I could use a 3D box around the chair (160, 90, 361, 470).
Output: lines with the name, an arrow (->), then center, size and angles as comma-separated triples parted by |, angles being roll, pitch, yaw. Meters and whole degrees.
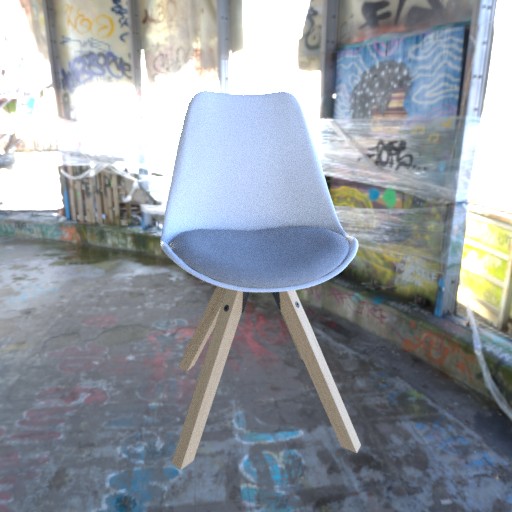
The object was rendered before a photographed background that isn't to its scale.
chair -> 0.000, 0.000, 1.162 | 0.485, 0.850, 0.550 | -2, 16, -7
